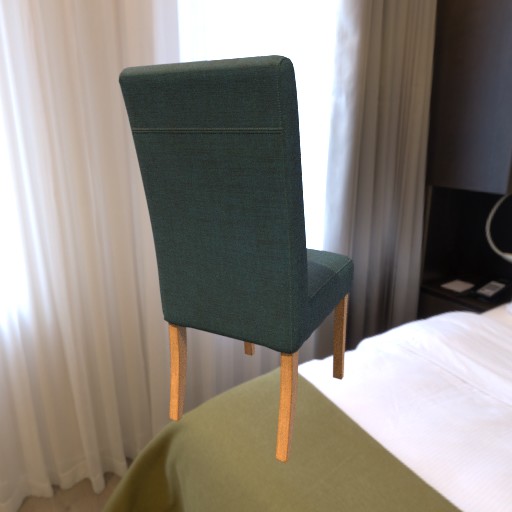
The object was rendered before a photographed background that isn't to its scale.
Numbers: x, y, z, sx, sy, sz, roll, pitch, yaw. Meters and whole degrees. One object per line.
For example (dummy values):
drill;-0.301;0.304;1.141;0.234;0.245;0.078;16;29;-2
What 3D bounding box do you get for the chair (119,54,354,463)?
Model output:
chair;0.000;0.000;1.347;0.450;1.029;0.610;9;18;27
